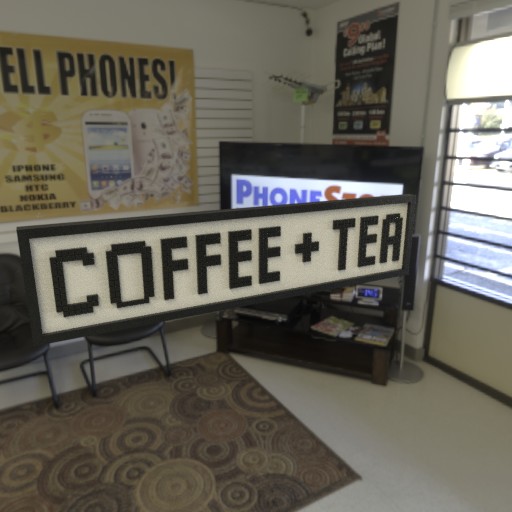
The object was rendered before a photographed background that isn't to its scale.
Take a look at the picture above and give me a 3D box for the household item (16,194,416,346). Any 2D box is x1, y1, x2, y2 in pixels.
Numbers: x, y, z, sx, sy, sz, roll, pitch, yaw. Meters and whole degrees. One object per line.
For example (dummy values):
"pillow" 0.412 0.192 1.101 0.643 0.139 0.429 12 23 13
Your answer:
"household item" 0.000 0.000 1.076 1.001 0.236 0.030 -8 18 -26
